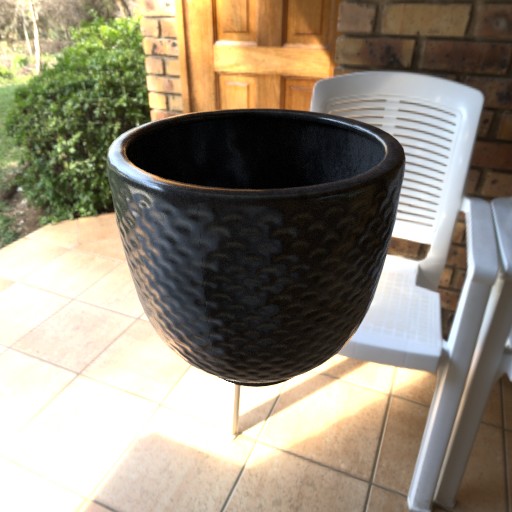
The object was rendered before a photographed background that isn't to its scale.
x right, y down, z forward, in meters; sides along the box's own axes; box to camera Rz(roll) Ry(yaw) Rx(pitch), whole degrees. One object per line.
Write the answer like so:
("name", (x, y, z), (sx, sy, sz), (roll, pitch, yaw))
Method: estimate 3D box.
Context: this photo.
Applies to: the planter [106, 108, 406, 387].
("planter", (0.000, 0.000, 0.302), (0.172, 0.160, 0.172), (0, 31, 0))
